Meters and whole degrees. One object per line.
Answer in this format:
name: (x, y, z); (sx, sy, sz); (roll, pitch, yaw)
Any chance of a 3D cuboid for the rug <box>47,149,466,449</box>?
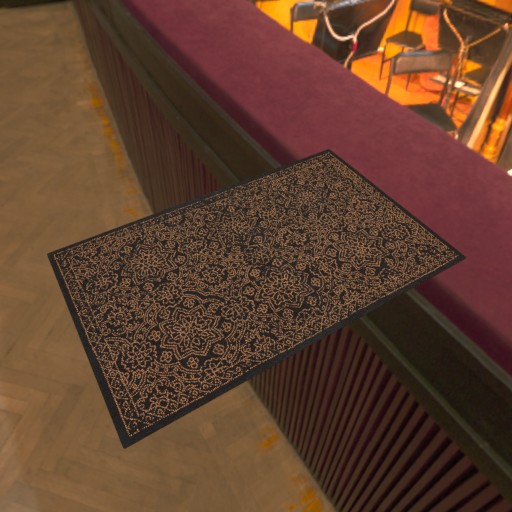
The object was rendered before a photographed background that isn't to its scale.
rug: (0.000, 0.000, 3.036); (2.441, 0.015, 1.526); (-24, 52, -21)
